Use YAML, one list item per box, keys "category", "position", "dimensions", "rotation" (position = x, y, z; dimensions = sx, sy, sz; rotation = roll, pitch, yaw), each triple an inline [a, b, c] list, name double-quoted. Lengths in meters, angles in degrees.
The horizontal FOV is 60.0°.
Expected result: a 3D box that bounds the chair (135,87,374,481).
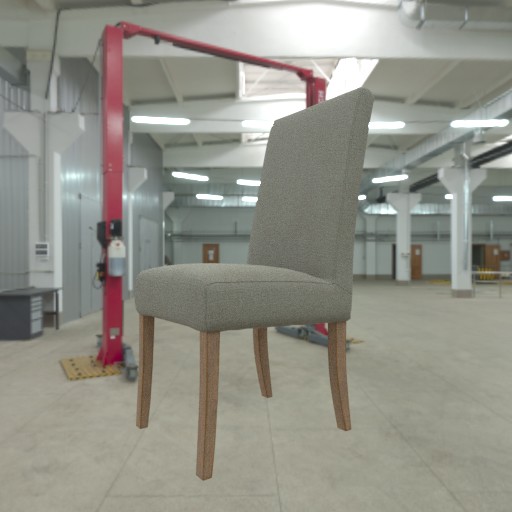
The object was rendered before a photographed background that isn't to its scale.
- category: "chair"
  position: [0.000, 0.000, 1.361]
  dimensions: [0.611, 1.033, 0.450]
  rotation: [0, 0, -36]
